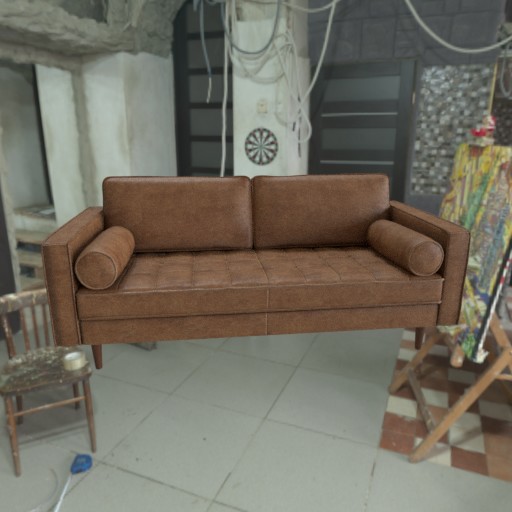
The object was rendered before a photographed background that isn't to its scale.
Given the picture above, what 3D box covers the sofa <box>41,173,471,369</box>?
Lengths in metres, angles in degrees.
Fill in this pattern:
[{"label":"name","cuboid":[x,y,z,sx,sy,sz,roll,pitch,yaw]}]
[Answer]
[{"label":"sofa","cuboid":[0.000,0.000,2.398,1.920,0.825,0.924,-2,16,-7]}]
